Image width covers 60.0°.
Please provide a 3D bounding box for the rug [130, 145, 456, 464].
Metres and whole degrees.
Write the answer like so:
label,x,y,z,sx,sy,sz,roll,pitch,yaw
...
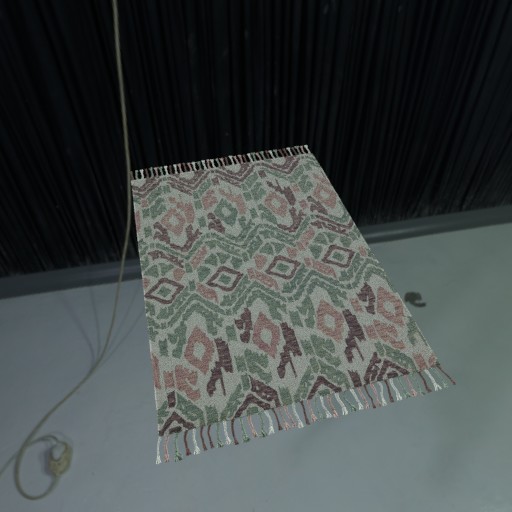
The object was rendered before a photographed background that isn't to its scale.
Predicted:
label,x,y,z,sx,sy,sz,roll,pitch,yaw
rug,0.000,0.000,2.304,1.219,0.010,1.829,-11,48,-10
